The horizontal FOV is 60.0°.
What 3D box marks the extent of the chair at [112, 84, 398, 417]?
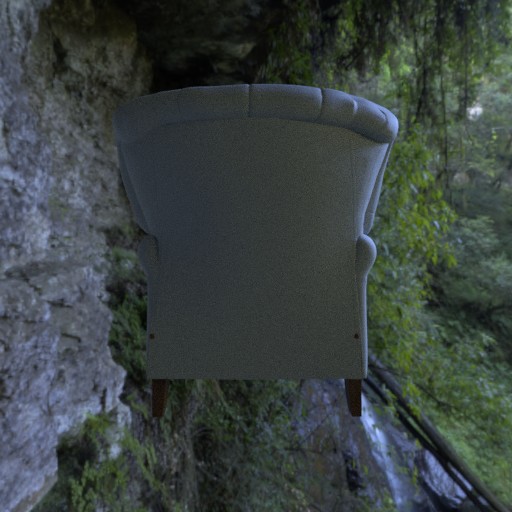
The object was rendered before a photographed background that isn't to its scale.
[{"bbox_3d":[0.000,0.000,2.018,1.090,1.217,1.128,0,0,0],"label":"chair"}]
